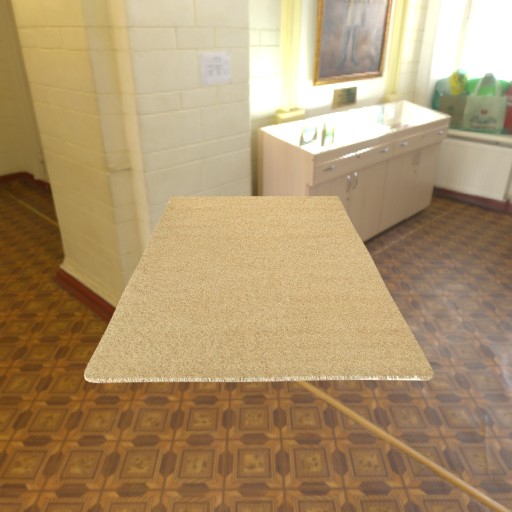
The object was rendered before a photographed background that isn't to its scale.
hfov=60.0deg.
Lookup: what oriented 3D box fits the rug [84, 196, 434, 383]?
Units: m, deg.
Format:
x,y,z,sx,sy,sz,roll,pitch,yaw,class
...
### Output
x,y,z,sx,sy,sz,roll,pitch,yaw,class
0.000,0.000,2.920,1.500,0.026,2.349,0,27,-1,rug
